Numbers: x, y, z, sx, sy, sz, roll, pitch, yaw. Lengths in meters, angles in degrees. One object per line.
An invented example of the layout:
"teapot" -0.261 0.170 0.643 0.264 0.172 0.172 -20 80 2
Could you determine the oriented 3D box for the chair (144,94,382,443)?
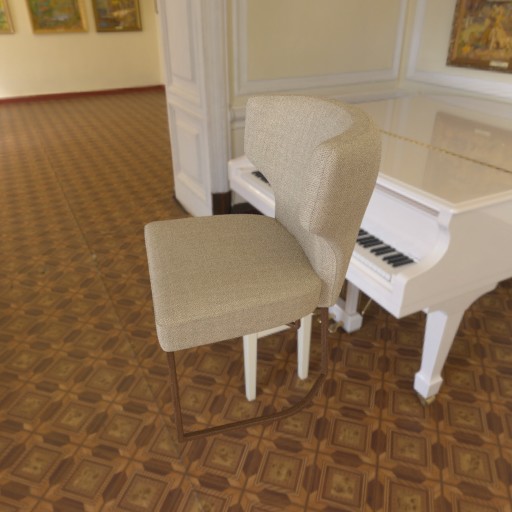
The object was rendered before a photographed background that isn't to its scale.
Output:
"chair" 0.000 0.000 1.302 0.617 0.824 0.611 -8 31 -13
